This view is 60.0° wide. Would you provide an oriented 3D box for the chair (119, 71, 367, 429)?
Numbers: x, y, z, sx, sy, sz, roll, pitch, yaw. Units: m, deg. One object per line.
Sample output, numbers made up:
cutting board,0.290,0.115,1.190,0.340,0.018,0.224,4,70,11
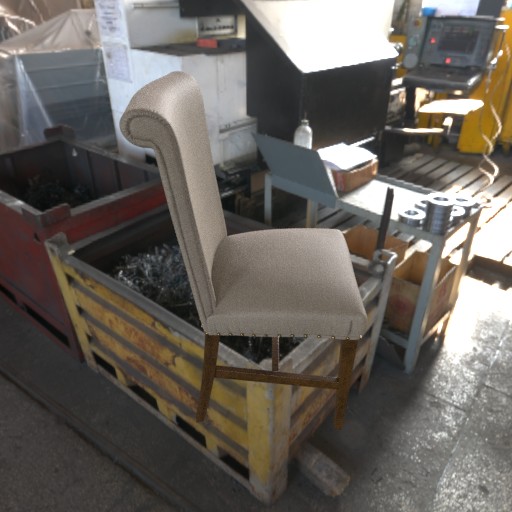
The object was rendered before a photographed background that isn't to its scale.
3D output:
chair,0.000,0.000,1.360,0.608,0.988,0.513,1,31,1
